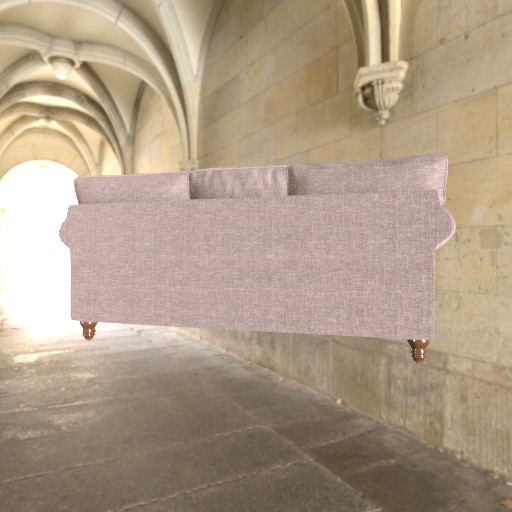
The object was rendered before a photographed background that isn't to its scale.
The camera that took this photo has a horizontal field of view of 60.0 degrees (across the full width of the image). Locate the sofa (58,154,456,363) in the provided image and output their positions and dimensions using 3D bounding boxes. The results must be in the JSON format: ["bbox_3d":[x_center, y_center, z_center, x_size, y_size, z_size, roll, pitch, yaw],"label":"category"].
[{"bbox_3d":[0.000,0.000,2.620,2.084,0.961,0.916,0,0,17],"label":"sofa"}]
